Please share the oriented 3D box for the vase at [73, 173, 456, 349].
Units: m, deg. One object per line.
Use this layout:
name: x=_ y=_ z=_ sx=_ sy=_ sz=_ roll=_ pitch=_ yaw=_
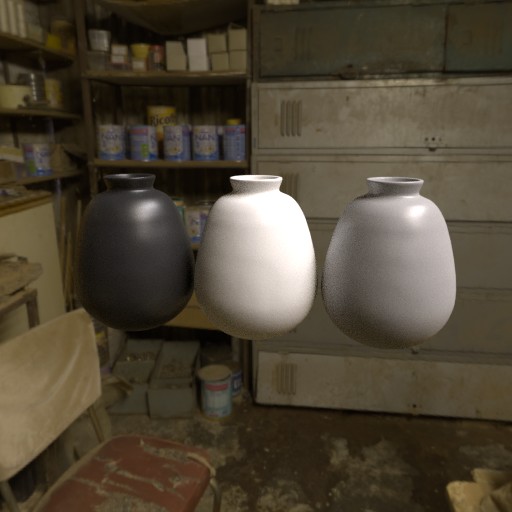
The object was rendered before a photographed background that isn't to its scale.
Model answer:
vase: x=0.000 y=0.000 z=0.347 sx=0.297 sy=0.122 sz=0.097 roll=2 pitch=15 yaw=9
